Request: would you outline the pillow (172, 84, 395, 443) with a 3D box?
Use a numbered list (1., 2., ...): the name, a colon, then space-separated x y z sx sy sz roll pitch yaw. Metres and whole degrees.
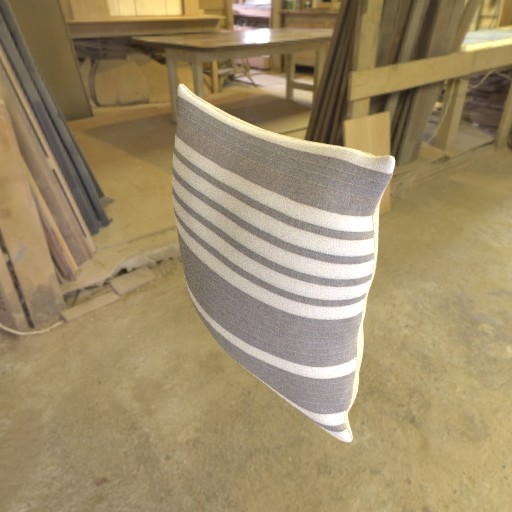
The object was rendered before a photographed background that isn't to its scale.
1. pillow: 0.000 0.000 0.676 0.182 0.440 0.439 -21 37 -31
